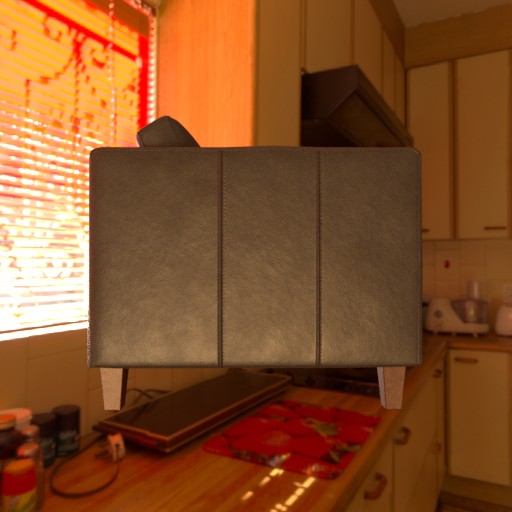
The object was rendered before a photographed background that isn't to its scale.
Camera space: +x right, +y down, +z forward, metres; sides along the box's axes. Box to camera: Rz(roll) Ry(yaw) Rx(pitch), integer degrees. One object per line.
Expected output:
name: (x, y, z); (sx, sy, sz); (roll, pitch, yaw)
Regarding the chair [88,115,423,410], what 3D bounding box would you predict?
chair: (0.000, 0.000, 1.573); (0.862, 0.811, 0.939); (0, -1, -1)
